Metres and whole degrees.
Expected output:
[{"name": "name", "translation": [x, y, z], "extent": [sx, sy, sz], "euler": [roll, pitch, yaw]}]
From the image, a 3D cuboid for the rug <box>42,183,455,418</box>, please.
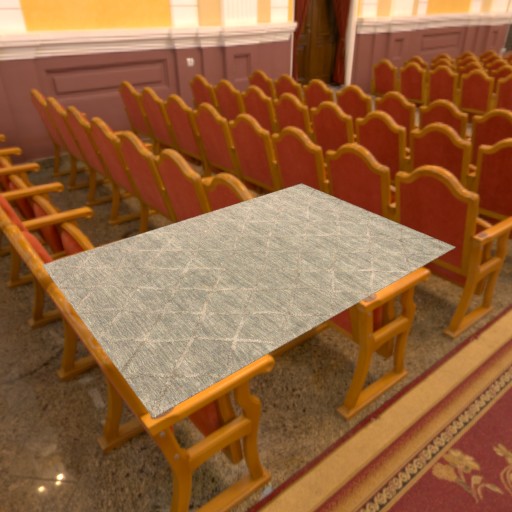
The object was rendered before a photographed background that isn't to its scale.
[{"name": "rug", "translation": [0.000, 0.000, 2.933], "extent": [2.283, 0.006, 1.521], "euler": [-22, 37, -33]}]
